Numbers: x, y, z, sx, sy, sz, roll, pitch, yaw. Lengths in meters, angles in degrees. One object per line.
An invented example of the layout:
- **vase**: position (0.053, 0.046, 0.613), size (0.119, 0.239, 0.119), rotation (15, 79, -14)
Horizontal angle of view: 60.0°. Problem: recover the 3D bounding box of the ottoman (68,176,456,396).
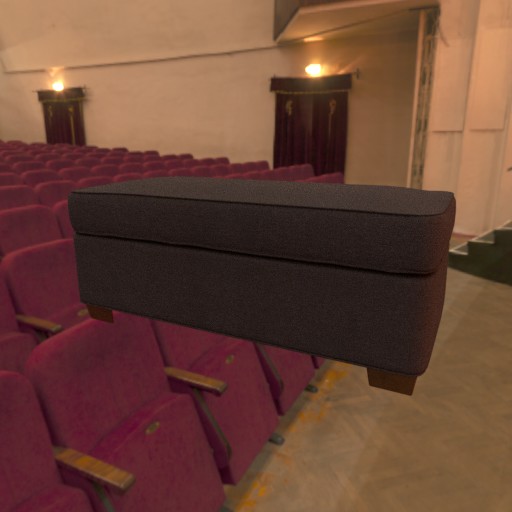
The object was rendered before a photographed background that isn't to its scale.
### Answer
- **ottoman**: position (0.000, 0.000, 1.401), size (1.110, 0.460, 0.515), rotation (7, 17, 26)
